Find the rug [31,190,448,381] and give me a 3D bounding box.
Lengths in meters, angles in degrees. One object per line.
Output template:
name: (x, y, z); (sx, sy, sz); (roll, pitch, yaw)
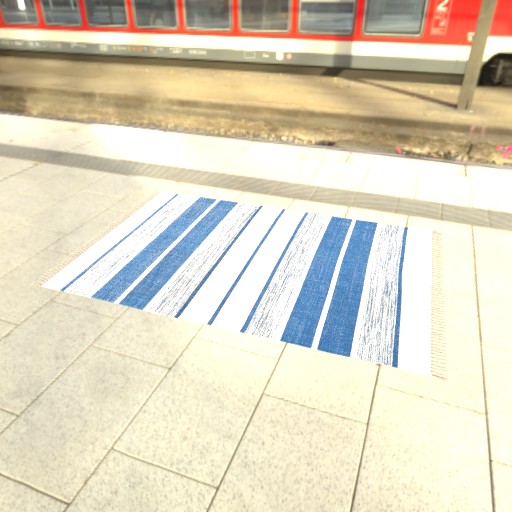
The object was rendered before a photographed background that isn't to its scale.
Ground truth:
rug: (0.000, 0.000, 3.041); (2.441, 0.010, 1.532); (10, 33, 16)
